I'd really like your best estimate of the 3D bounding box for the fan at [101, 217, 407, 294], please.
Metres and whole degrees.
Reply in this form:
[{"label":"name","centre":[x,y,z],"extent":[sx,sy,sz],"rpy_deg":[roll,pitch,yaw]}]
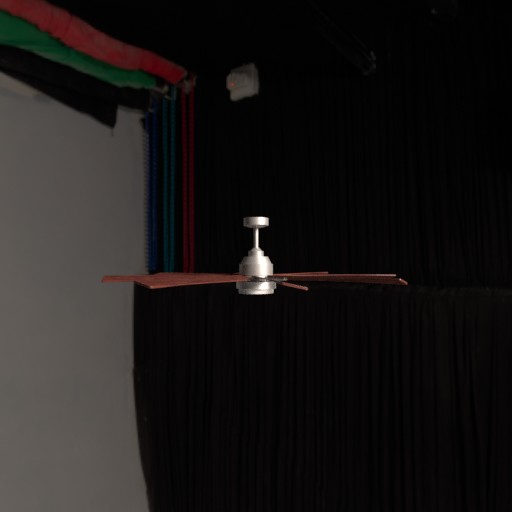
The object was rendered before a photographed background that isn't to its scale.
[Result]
[{"label":"fan","centre":[0.000,0.000,2.768],"extent":[1.830,0.472,1.830],"rpy_deg":[0,-1,35]}]
